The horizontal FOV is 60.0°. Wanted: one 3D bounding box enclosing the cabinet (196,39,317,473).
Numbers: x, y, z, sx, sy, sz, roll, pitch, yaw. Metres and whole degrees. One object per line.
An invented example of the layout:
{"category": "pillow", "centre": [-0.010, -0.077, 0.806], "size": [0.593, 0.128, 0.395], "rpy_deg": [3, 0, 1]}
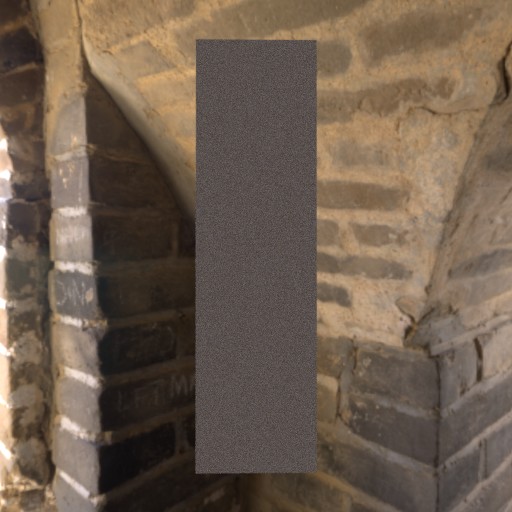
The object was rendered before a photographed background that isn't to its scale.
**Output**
{"category": "cabinet", "centre": [0.000, 0.000, 1.946], "size": [0.500, 1.790, 0.230], "rpy_deg": [0, 0, -1]}
